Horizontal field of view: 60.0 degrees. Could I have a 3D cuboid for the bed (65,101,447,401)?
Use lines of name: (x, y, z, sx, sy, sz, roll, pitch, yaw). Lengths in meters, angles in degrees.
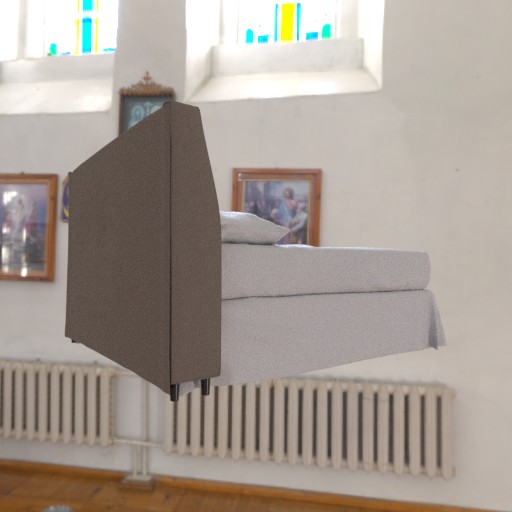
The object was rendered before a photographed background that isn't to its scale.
bed: (0.000, 0.000, 3.314, 2.276, 1.332, 1.925, 1, -2, -35)
